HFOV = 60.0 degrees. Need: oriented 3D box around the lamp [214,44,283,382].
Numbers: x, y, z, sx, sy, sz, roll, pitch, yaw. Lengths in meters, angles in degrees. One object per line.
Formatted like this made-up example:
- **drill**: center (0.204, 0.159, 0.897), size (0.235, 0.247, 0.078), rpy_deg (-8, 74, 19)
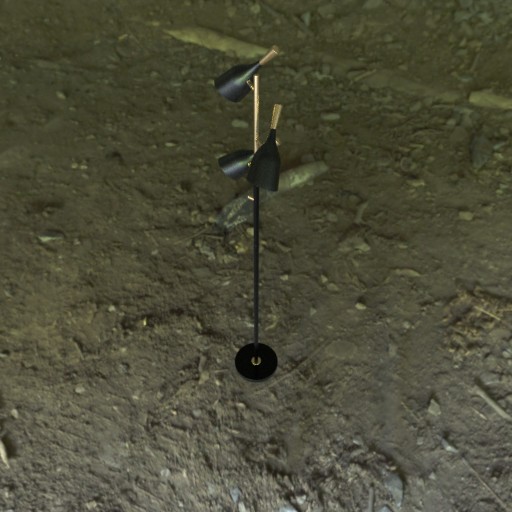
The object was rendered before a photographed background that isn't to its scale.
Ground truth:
- **lamp**: center (0.000, 0.000, 1.976), size (0.253, 1.778, 0.434), rpy_deg (-15, 47, -15)
